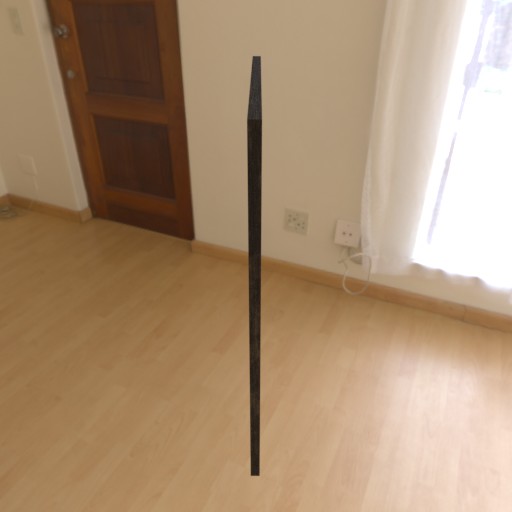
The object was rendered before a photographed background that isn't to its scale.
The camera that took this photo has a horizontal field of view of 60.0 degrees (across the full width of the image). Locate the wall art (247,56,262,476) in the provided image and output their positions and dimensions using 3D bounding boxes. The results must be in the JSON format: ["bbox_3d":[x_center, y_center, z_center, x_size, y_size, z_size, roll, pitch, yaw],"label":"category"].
[{"bbox_3d":[0.000,0.000,1.411,0.029,1.066,0.812,0,32,0],"label":"wall art"}]
